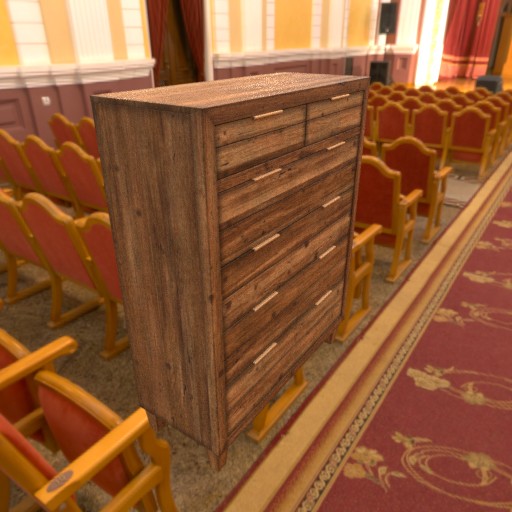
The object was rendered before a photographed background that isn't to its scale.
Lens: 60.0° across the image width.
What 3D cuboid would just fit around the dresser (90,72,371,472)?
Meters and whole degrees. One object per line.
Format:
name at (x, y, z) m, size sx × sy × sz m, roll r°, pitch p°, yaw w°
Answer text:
dresser at (0.000, 0.000, 1.874) m, size 0.438 × 1.359 × 1.067 m, roll 17°, pitch 31°, yaw 31°
